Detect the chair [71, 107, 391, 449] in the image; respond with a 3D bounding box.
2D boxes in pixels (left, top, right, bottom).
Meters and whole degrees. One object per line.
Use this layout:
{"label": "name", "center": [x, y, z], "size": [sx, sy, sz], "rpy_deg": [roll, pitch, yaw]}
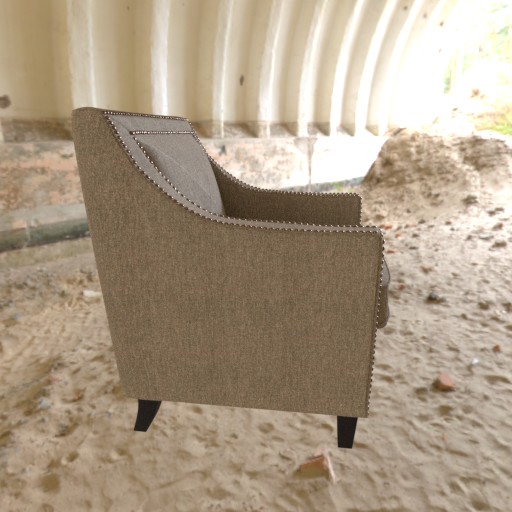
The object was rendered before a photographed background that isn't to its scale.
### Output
{"label": "chair", "center": [0.000, 0.000, 1.561], "size": [0.884, 0.967, 0.776], "rpy_deg": [2, 16, 8]}
